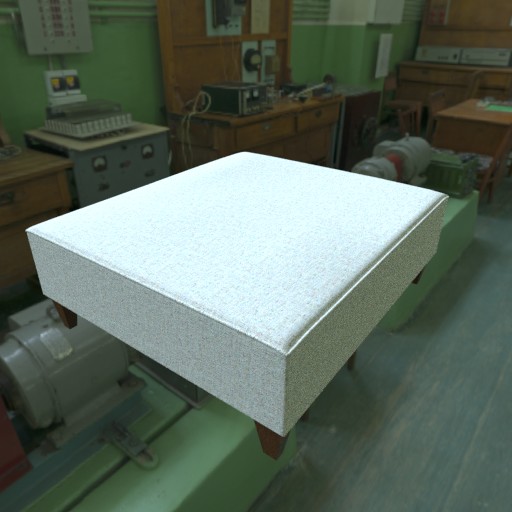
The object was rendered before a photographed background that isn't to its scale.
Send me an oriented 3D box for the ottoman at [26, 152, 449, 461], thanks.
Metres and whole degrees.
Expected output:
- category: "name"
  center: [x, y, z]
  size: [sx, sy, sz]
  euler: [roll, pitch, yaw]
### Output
- category: "ottoman"
  center: [0.000, 0.000, 1.203]
  size: [0.736, 0.303, 0.835]
  euler: [19, 34, 32]
